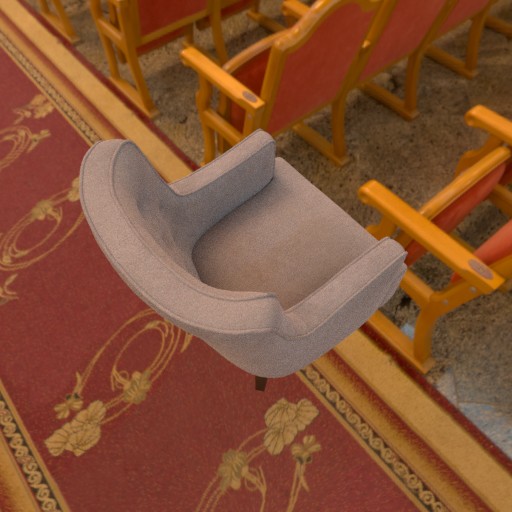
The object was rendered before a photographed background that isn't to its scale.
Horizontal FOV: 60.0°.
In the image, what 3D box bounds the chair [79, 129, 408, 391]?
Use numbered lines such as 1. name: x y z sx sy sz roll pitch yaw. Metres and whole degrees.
1. chair: 0.000 0.000 1.596 0.910 0.919 0.781 -35 64 -20
